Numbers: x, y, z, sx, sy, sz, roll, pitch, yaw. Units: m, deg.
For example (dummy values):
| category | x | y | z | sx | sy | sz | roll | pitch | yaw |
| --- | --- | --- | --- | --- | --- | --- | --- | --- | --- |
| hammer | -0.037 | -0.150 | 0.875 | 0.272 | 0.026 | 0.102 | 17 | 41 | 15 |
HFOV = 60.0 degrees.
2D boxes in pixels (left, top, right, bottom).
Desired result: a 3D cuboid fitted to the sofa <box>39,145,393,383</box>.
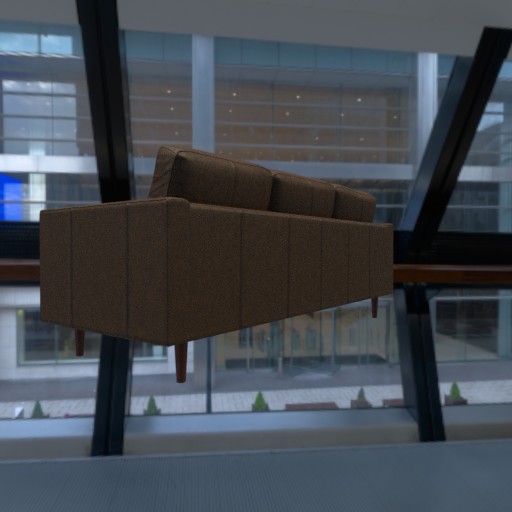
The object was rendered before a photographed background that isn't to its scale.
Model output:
| category | x | y | z | sx | sy | sz | roll | pitch | yaw |
| --- | --- | --- | --- | --- | --- | --- | --- | --- | --- |
| sofa | 0.000 | 0.000 | 2.687 | 0.903 | 0.930 | 2.231 | 1 | 1 | 37 |
